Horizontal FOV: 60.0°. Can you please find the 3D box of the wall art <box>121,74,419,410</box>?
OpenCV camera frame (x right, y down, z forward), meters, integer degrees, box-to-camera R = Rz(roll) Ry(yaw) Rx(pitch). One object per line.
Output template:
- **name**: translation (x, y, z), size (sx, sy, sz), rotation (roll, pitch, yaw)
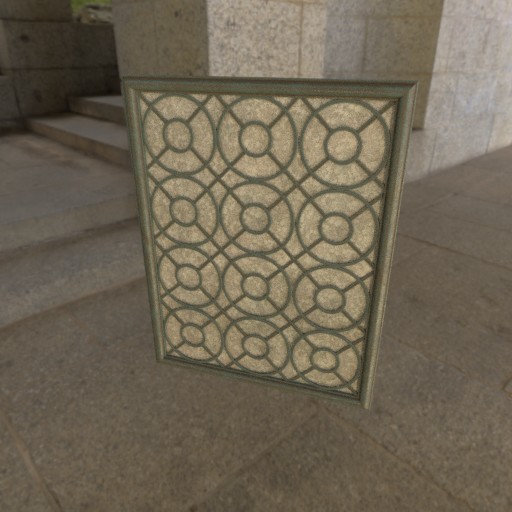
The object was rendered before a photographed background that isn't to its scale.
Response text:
- **wall art**: translation (0.000, 0.000, 1.312), size (0.767, 0.983, 0.030), rotation (8, 27, 16)
